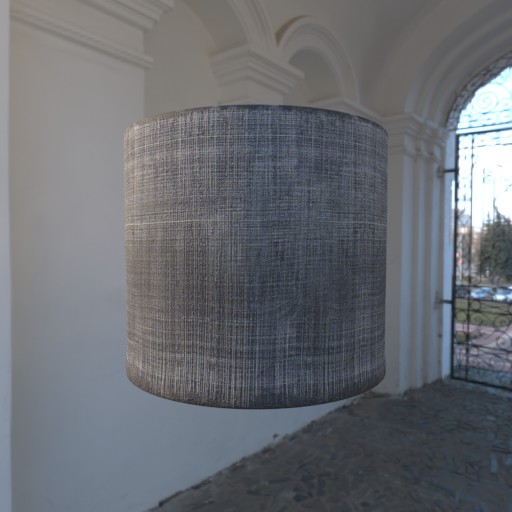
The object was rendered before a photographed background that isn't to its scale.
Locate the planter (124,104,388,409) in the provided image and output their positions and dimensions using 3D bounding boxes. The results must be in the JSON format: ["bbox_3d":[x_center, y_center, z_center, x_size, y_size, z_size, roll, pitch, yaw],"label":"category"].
[{"bbox_3d":[0.000,0.000,0.313,0.178,0.157,0.178,0,1,0],"label":"planter"}]
